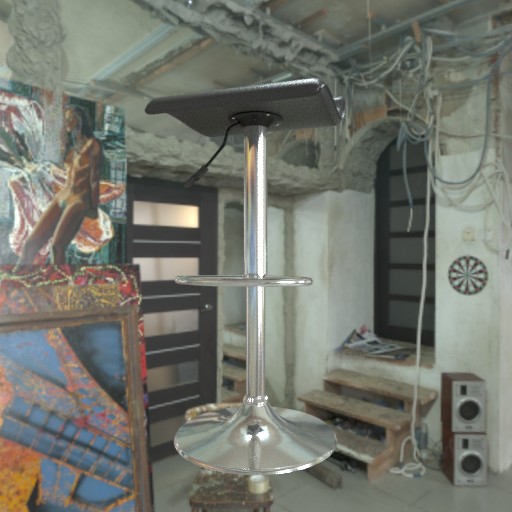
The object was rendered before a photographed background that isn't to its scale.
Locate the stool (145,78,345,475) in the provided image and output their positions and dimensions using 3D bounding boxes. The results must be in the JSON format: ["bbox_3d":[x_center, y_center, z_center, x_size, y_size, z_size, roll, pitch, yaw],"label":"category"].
[{"bbox_3d":[0.000,0.000,1.051,0.381,0.851,0.381,0,0,18],"label":"stool"}]
